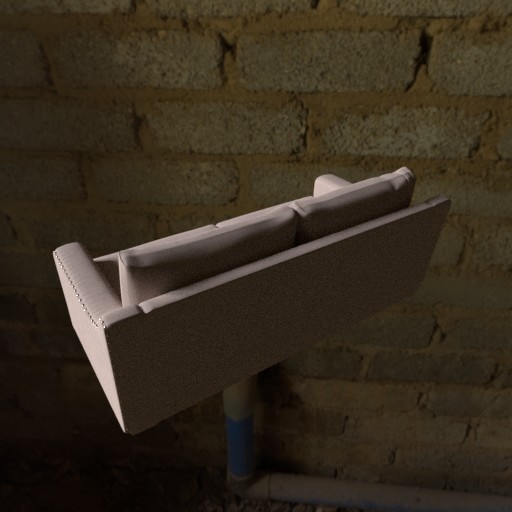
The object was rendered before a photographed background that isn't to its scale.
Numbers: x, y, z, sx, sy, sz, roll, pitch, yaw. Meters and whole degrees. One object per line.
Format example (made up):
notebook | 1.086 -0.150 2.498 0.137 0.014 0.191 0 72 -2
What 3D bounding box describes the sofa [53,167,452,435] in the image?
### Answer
sofa | 0.000 0.000 2.535 1.967 0.901 1.030 -19 37 -28
